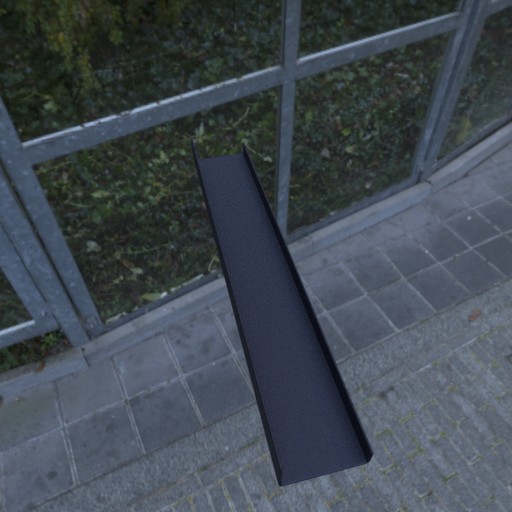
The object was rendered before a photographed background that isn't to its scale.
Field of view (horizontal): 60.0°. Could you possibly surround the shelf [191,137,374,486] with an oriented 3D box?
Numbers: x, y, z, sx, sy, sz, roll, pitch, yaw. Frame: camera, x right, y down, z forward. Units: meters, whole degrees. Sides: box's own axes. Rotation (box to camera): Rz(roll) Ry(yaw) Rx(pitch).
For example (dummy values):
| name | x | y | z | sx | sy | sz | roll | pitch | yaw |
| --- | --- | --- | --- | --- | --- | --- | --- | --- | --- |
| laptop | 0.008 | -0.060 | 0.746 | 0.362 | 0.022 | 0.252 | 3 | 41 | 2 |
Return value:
| name | x | y | z | sx | sy | sz | roll | pitch | yaw |
| --- | --- | --- | --- | --- | --- | --- | --- | --- | --- |
| shelf | 0.000 | 0.000 | 0.650 | 0.102 | 0.053 | 0.605 | -10 | 47 | -10 |
